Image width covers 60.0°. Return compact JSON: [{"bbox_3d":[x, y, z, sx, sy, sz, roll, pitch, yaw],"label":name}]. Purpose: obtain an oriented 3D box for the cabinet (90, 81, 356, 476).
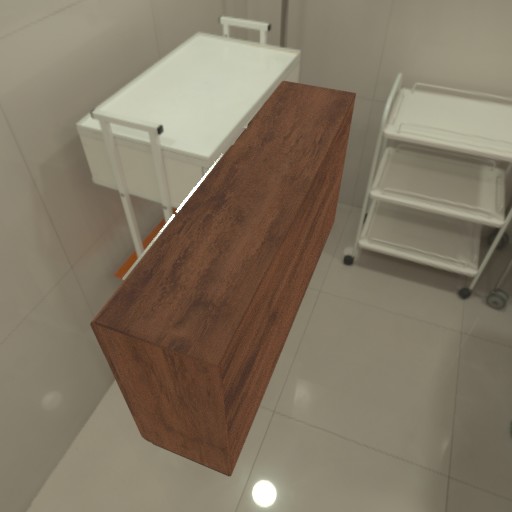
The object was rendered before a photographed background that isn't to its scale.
[{"bbox_3d":[0.000,0.000,2.016,0.420,0.900,1.600,16,48,15],"label":"cabinet"}]
